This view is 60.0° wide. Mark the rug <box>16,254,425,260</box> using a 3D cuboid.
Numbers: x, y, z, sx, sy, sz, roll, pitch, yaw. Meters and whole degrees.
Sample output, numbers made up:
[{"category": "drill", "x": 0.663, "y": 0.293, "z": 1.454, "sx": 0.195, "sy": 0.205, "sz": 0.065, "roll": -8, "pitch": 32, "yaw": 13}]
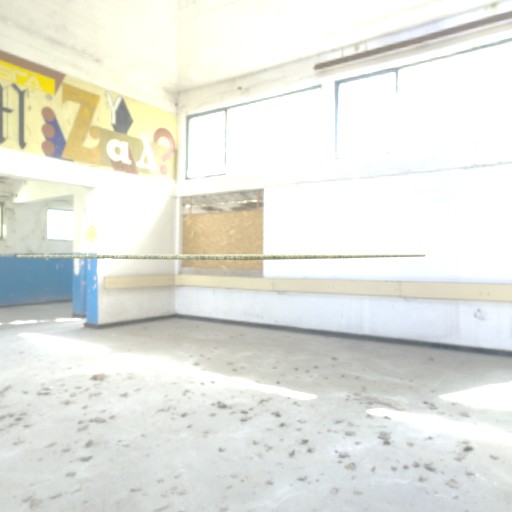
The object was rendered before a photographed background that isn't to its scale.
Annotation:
[{"category": "rug", "x": 0.000, "y": 0.000, "z": 2.302, "sx": 1.243, "sy": 0.014, "sz": 1.846, "roll": 0, "pitch": 0, "yaw": 35}]
